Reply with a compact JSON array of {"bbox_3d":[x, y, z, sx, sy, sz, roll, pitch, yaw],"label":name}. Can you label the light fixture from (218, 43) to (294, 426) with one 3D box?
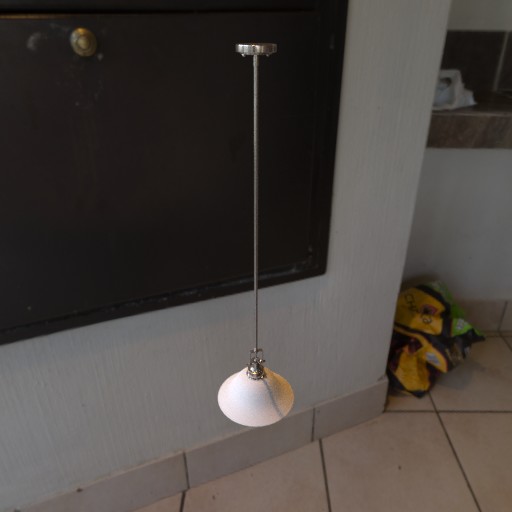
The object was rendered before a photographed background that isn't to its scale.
[{"bbox_3d":[0.000,0.000,1.568,0.324,1.354,0.324,-9,29,-16],"label":"light fixture"}]
